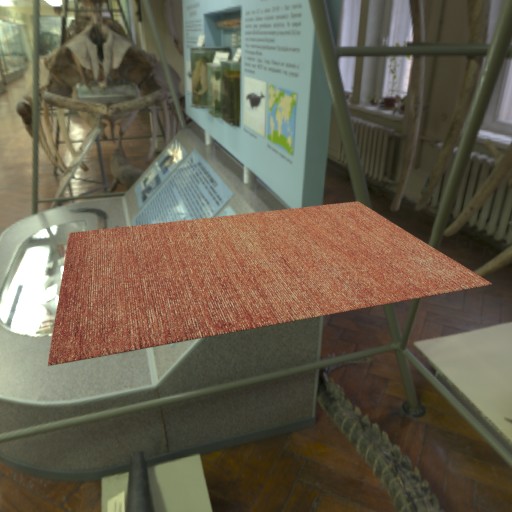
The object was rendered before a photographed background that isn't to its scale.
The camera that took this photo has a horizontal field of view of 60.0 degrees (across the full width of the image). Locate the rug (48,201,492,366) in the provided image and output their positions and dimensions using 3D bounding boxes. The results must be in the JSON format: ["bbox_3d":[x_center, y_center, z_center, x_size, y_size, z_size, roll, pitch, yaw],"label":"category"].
[{"bbox_3d":[0.000,0.000,2.130,1.747,0.011,1.139,-8,27,-16],"label":"rug"}]
